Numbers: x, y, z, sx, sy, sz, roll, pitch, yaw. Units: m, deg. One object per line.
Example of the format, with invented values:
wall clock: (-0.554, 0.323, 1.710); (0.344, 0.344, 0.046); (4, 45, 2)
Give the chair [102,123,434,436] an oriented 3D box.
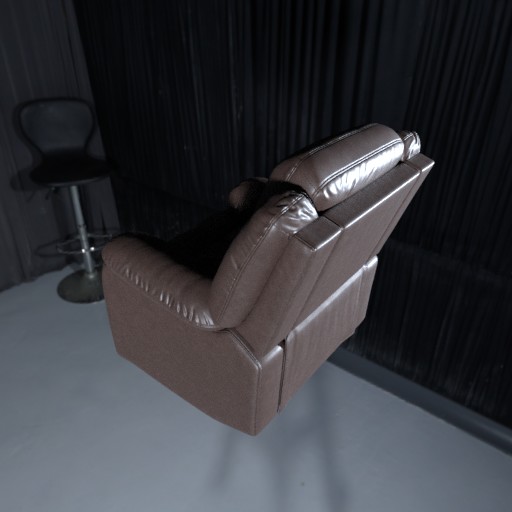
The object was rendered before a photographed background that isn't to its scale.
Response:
chair: (0.000, 0.000, 1.665); (0.934, 1.009, 0.899); (22, 37, 32)
